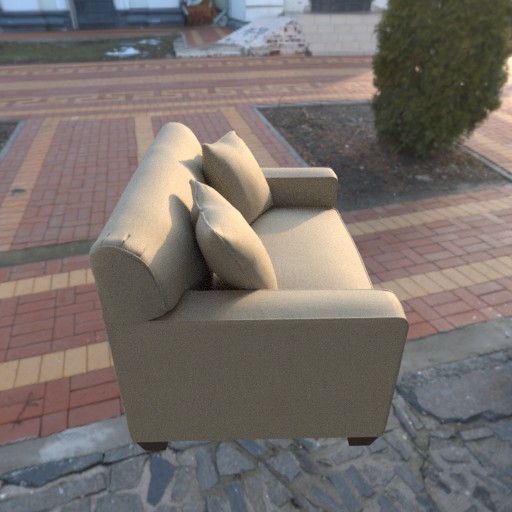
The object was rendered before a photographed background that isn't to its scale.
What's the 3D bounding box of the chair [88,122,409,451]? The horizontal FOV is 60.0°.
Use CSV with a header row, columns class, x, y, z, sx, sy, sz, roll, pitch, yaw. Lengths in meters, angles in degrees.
class,x,y,z,sx,sy,sz,roll,pitch,yaw
chair,0.000,0.000,2.033,1.000,0.948,1.383,-1,31,-1
